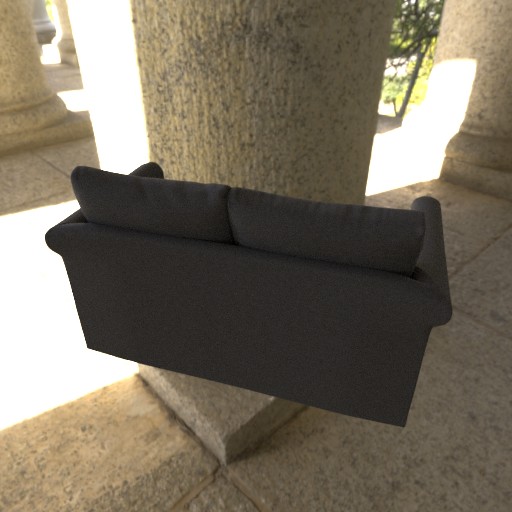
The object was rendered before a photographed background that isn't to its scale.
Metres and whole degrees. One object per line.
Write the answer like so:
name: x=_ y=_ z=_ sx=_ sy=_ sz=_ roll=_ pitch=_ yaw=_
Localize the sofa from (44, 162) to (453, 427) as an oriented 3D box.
sofa: x=0.000 y=0.000 z=1.890 sx=1.460 sy=0.872 sz=0.741 roll=10 pitch=34 yaw=14
